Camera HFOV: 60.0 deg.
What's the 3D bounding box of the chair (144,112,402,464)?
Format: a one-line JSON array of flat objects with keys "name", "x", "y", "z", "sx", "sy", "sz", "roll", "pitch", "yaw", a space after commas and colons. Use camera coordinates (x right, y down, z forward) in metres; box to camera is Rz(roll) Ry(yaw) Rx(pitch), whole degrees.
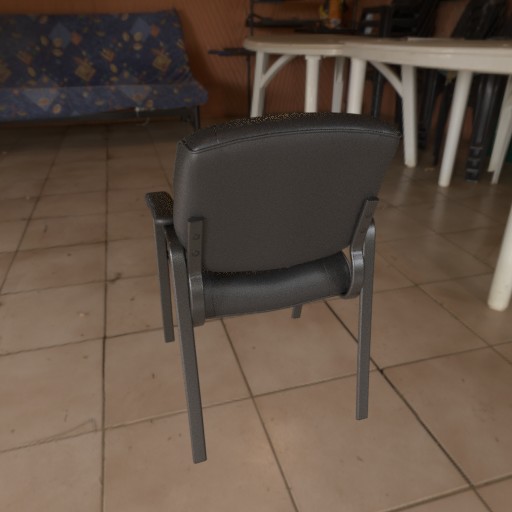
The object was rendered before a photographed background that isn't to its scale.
[{"name": "chair", "x": 0.000, "y": 0.000, "z": 1.321, "sx": 0.591, "sy": 0.910, "sz": 0.668, "roll": -8, "pitch": 28, "yaw": -16}]
